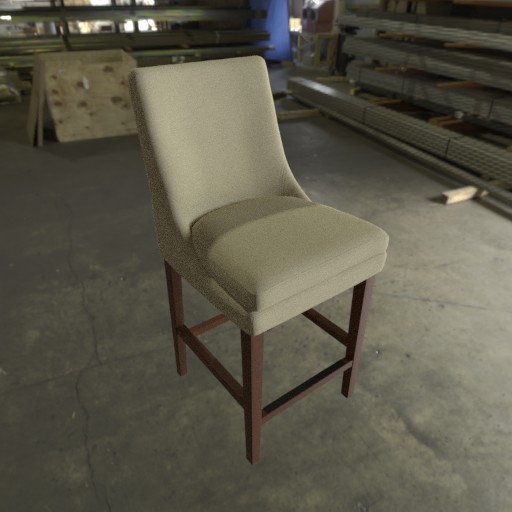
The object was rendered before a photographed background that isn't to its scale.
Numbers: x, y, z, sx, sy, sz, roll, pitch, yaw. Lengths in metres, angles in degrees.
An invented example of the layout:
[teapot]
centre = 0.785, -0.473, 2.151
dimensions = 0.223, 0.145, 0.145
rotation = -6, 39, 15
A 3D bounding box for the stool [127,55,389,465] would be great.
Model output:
[stool]
centre = 0.000, 0.000, 1.275
dimensions = 0.470, 0.981, 0.577
rotation = -22, 38, -31
